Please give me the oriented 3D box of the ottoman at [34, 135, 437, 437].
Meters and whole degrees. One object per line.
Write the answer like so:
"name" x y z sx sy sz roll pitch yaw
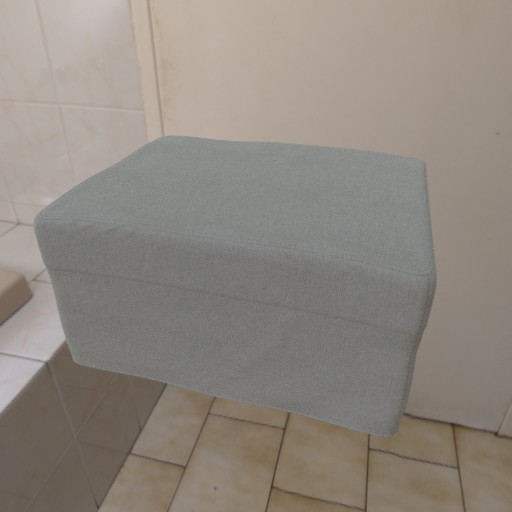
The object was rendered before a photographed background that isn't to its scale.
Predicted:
"ottoman" 0.000 0.000 1.210 0.833 0.461 0.648 9 33 14
